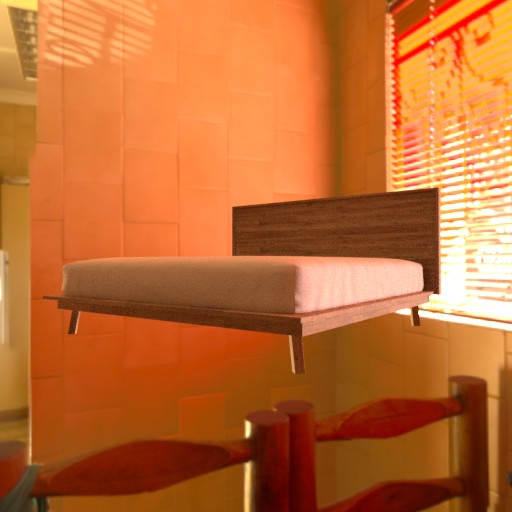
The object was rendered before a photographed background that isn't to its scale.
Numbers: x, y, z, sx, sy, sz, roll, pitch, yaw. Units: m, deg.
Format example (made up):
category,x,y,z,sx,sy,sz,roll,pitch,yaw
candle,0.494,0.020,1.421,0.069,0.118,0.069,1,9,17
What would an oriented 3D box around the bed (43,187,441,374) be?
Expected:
category,x,y,z,sx,sy,sz,roll,pitch,yaw
bed,0.000,0.000,3.325,2.116,1.100,2.167,-1,-1,36
